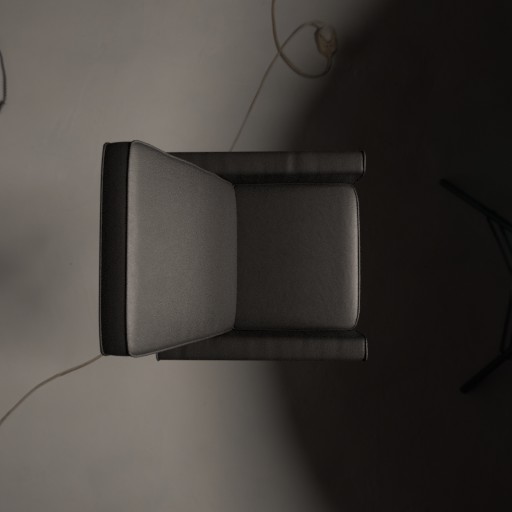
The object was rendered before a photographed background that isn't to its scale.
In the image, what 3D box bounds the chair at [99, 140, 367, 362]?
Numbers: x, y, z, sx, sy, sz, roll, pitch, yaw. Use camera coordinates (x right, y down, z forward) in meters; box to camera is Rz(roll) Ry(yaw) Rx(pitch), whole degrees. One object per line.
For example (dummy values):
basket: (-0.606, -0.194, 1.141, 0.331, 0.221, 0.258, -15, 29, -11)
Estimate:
chair: (0.000, 0.000, 1.520, 0.746, 1.013, 0.705, 0, 88, -1)
